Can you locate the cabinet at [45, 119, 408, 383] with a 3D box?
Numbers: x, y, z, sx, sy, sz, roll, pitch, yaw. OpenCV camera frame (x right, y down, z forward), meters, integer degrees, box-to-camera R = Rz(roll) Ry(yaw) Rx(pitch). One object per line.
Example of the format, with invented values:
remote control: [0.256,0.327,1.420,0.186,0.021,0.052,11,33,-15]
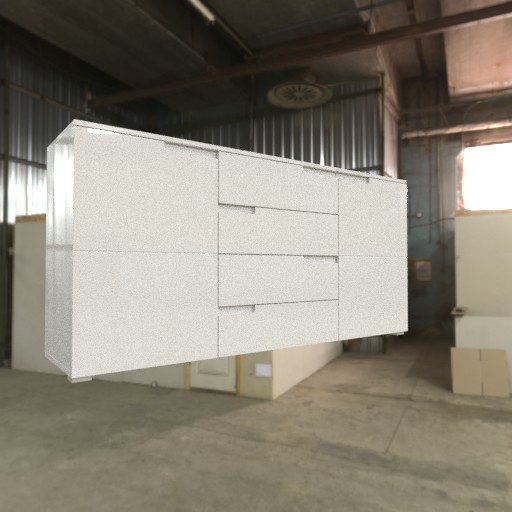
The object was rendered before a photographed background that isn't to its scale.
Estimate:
cabinet: [0.000,0.000,1.979,1.650,0.800,0.400,1,-2,-36]
